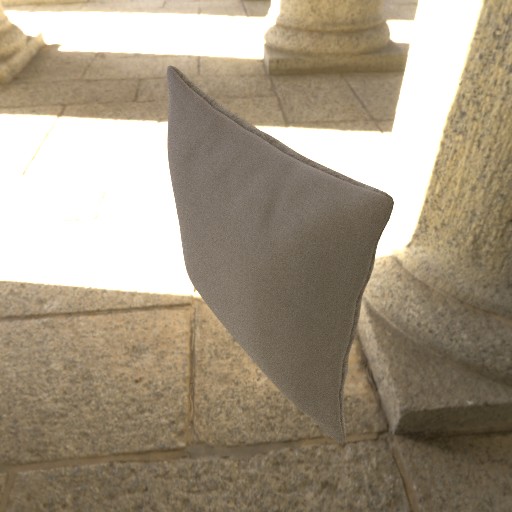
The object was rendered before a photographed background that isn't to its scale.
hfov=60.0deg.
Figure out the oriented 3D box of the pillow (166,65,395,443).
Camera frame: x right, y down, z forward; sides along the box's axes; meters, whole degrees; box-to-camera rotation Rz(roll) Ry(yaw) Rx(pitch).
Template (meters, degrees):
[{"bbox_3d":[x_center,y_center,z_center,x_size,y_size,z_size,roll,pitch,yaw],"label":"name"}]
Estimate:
[{"bbox_3d":[0.000,0.000,0.773,0.166,0.510,0.523,-24,46,-26],"label":"pillow"}]
